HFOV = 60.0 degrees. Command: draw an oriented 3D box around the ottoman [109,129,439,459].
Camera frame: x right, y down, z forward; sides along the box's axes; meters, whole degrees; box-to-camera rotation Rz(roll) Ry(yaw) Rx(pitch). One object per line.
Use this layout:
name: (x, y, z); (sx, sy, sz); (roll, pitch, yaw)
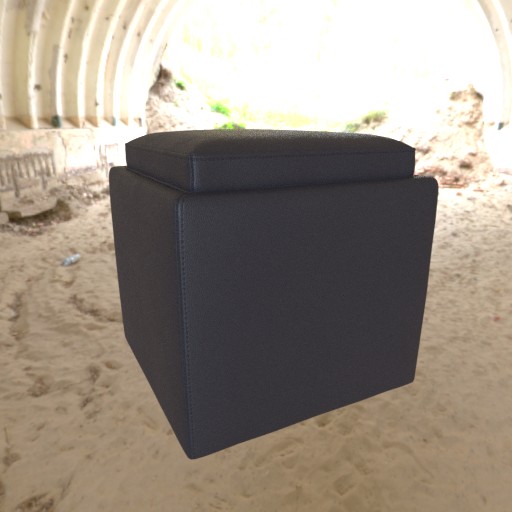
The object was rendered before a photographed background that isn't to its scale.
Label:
ottoman: (0.000, 0.000, 0.836); (0.450, 0.460, 0.451); (-9, 19, -26)
